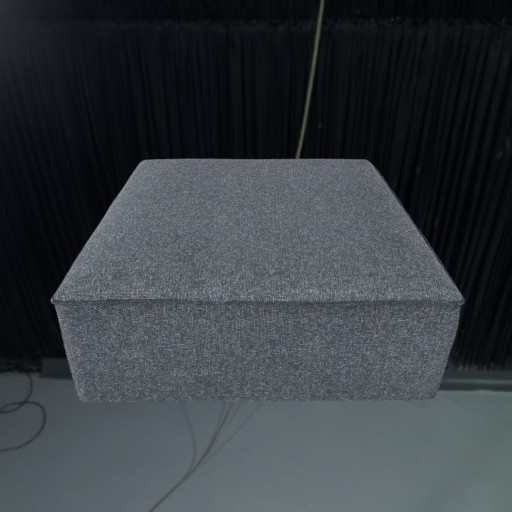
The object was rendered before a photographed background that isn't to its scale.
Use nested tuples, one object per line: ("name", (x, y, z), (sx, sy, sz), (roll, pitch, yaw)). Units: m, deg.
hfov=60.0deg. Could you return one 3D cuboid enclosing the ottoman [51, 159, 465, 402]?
("ottoman", (0.000, 0.000, 1.565), (1.021, 0.423, 1.017), (0, 31, 0))
